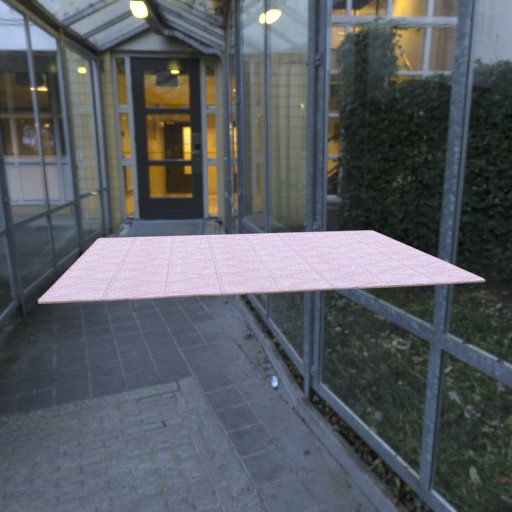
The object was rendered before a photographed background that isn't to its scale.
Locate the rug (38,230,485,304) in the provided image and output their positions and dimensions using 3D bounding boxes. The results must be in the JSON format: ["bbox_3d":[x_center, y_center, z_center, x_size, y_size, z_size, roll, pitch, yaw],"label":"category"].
[{"bbox_3d":[0.000,0.000,3.068,2.390,0.015,1.609,-2,14,-9],"label":"rug"}]
